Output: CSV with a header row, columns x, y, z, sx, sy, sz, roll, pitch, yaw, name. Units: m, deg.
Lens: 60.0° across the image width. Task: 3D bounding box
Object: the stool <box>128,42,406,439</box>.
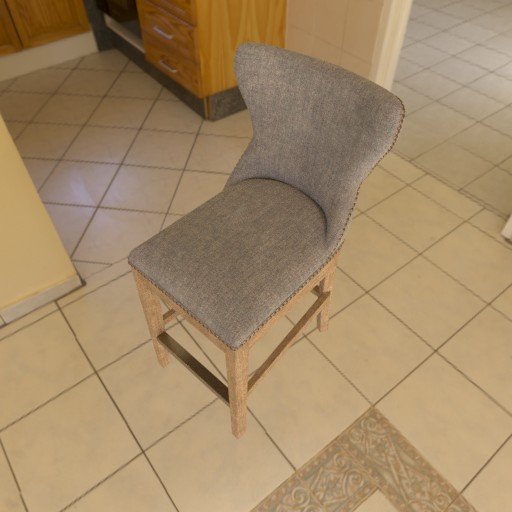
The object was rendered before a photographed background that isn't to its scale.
x,y,z,sx,sy,sz,roll,pitch,yaw,name
0.000,0.000,1.305,0.498,0.981,0.608,34,57,27,stool
